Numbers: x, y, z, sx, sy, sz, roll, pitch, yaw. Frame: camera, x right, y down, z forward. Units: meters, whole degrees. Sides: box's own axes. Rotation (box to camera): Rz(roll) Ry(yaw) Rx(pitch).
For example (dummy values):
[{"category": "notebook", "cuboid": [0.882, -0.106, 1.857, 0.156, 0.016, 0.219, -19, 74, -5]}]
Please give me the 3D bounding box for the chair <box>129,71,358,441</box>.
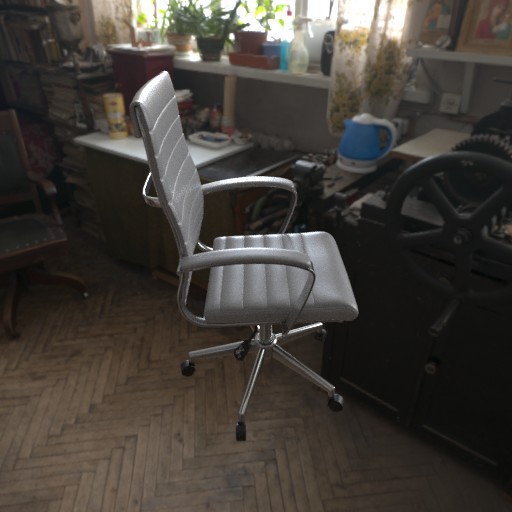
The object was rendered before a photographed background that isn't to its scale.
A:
[{"category": "chair", "cuboid": [0.000, 0.000, 1.558, 0.667, 1.149, 0.679, 0, 32, -1]}]
